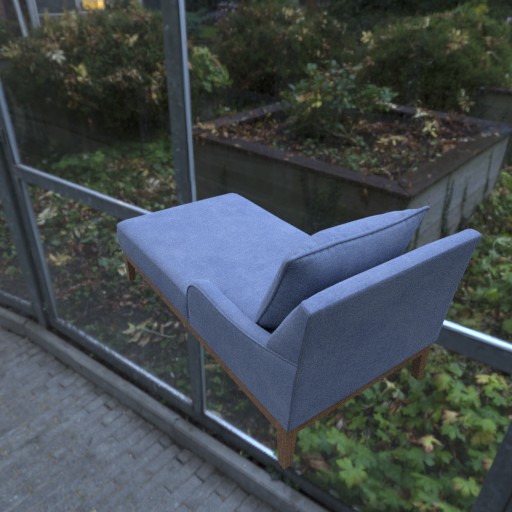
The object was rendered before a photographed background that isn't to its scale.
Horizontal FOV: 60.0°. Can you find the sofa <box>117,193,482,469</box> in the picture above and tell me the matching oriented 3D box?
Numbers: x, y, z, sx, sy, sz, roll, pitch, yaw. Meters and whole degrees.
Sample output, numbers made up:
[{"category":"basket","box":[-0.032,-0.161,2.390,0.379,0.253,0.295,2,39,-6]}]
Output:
[{"category":"sofa","box":[0.000,0.000,2.293,0.904,0.883,1.779,-19,35,-30]}]
